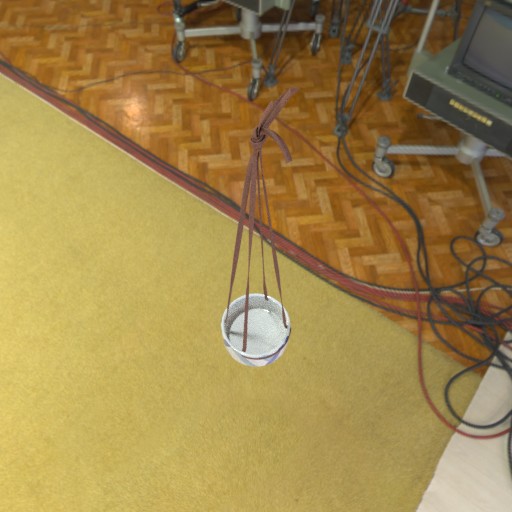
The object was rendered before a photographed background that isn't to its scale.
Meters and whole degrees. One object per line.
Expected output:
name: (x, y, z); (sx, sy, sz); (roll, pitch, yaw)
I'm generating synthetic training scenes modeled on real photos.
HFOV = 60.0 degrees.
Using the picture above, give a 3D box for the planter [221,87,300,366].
planter: (0.000, 0.000, 0.797); (0.166, 0.751, 0.166); (0, 57, 0)
